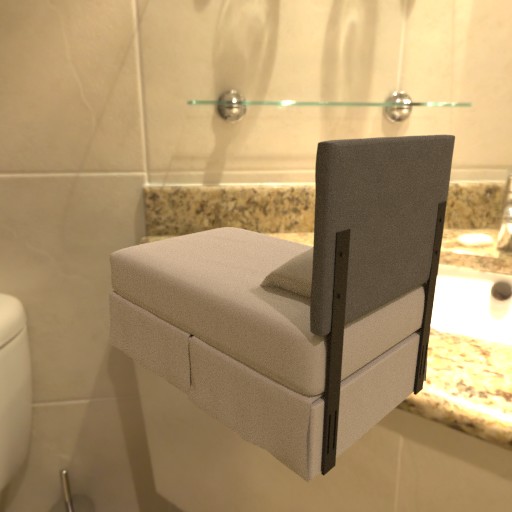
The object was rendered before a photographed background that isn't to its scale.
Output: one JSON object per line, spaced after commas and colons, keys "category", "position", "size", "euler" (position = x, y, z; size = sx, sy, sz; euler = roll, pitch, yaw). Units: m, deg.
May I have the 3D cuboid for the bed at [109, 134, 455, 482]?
{"category": "bed", "position": [0.000, 0.000, 2.929], "size": [1.261, 1.571, 1.997], "euler": [-16, 23, -42]}
